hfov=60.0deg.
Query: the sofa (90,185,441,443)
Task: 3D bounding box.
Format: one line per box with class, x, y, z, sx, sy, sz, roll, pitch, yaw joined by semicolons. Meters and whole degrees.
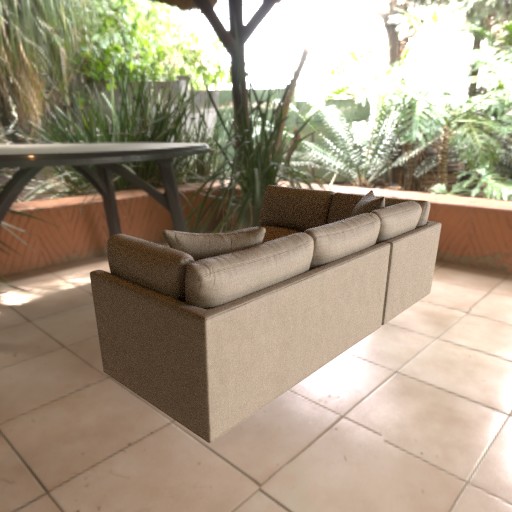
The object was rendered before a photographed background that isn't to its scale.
sofa;0.000;0.000;3.722;1.994;0.978;2.896;14;21;40
